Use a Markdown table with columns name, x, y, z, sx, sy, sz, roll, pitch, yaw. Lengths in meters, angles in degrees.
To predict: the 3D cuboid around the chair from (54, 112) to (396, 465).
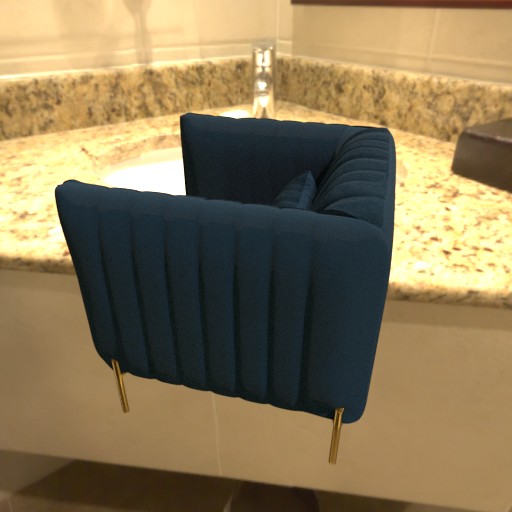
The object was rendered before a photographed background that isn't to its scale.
| name | x | y | z | sx | sy | sz | roll | pitch | yaw |
| --- | --- | --- | --- | --- | --- | --- | --- | --- | --- |
| chair | 0.000 | 0.000 | 1.576 | 0.877 | 0.793 | 0.947 | 8 | 32 | 14 |
